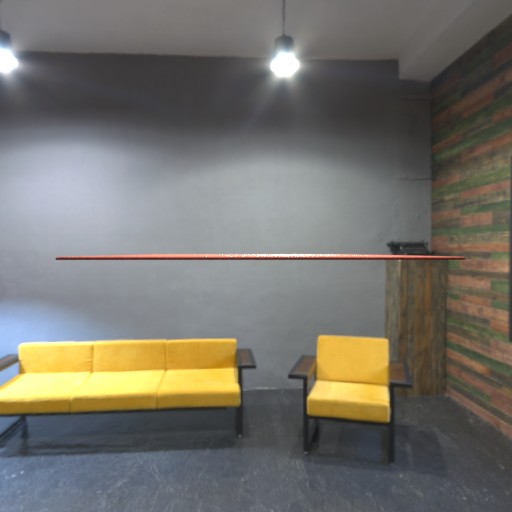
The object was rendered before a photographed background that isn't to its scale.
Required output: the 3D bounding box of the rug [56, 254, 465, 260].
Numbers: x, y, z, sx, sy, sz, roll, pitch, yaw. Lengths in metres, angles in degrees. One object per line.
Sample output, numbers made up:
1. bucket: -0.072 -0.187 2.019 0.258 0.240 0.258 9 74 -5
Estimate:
1. rug: 0.000 0.000 4.086 2.430 0.018 2.976 0 1 -1
